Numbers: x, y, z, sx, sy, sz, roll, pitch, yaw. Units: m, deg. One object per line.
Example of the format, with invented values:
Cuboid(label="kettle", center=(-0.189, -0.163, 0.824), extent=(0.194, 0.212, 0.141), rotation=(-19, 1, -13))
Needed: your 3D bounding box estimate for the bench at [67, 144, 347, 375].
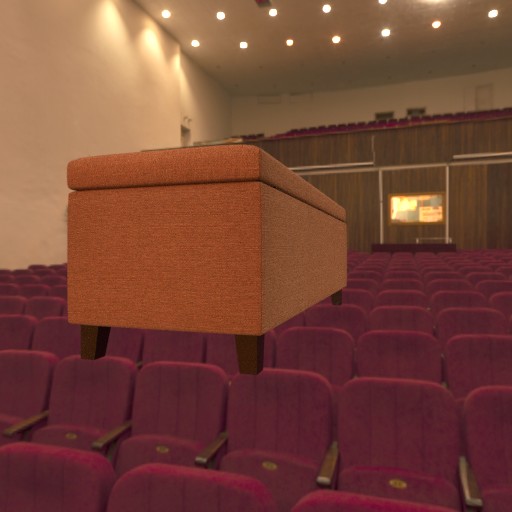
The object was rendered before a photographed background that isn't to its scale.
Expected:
Cuboid(label="bench", center=(0.000, 0.000, 1.459), extent=(0.446, 0.438, 1.269), rotation=(0, 0, 19))
